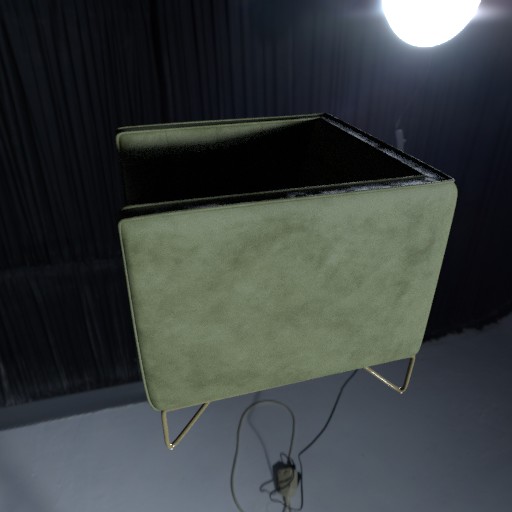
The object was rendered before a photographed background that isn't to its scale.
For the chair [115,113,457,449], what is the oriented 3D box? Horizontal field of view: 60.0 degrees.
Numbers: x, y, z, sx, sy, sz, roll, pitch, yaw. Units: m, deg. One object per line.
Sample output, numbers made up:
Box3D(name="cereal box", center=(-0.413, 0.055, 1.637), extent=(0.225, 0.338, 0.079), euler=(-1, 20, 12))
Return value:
Box3D(name="chair", center=(0.000, 0.000, 1.597), extent=(0.894, 0.790, 0.880), euler=(-8, 31, -14))
